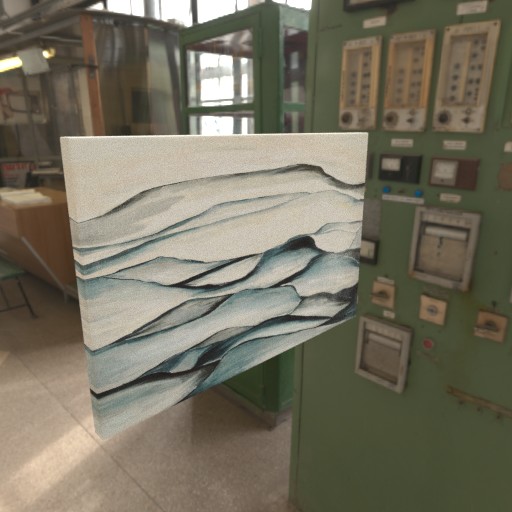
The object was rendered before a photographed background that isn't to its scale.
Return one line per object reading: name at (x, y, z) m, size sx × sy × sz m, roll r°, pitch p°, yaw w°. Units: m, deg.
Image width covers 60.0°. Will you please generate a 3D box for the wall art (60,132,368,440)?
wall art at (0.000, 0.000, 1.149) m, size 0.914 × 0.609 × 0.039 m, roll -15°, pitch 22°, yaw -41°
